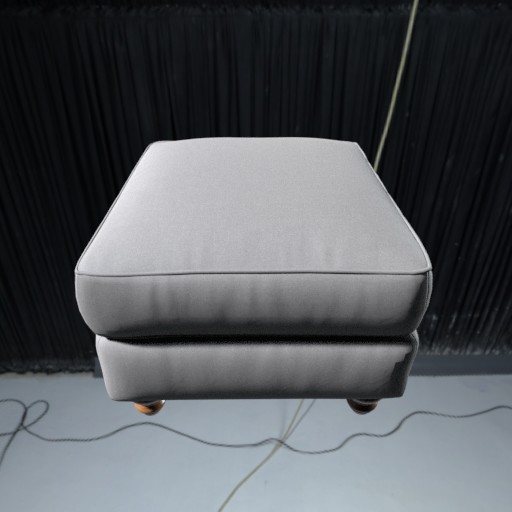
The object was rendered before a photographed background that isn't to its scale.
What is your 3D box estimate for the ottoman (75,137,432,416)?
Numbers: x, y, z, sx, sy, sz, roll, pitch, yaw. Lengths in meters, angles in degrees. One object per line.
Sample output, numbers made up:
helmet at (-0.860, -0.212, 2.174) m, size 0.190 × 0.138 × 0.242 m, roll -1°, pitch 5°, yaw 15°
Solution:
ottoman at (0.000, 0.000, 1.138) m, size 0.662 × 0.505 × 0.721 m, roll 0°, pitch 32°, yaw 0°
